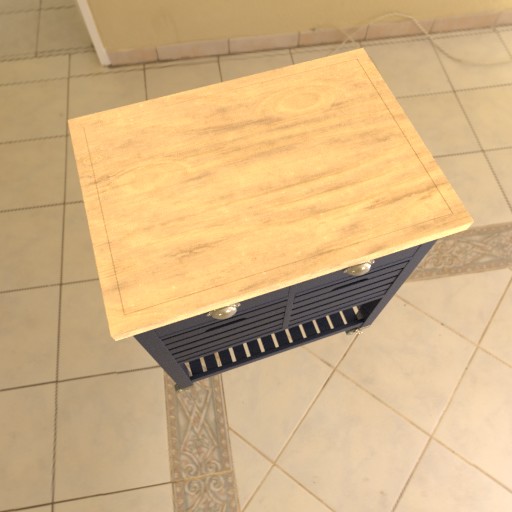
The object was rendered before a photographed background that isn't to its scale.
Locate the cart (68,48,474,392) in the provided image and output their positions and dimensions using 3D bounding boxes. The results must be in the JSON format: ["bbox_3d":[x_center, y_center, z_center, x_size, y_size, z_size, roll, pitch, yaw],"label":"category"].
[{"bbox_3d":[0.000,0.000,1.427,0.797,0.920,0.567,-17,65,-8],"label":"cart"}]
